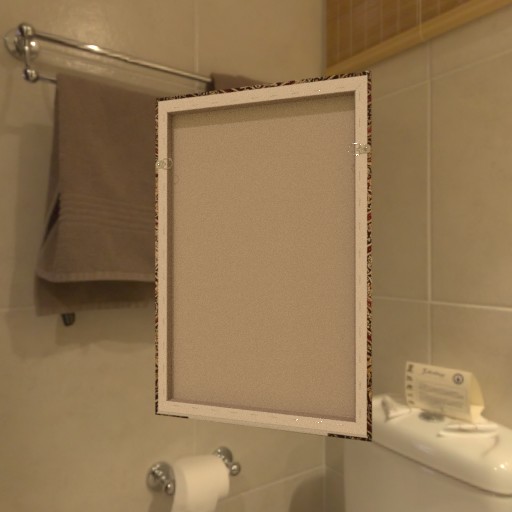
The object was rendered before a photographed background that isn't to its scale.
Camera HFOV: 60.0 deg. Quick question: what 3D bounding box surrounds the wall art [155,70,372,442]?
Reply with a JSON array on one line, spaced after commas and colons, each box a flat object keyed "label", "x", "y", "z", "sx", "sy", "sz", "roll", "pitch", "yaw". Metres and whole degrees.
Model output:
[{"label": "wall art", "x": 0.000, "y": 0.000, "z": 0.785, "sx": 0.397, "sy": 0.599, "sz": 0.020, "roll": 0, "pitch": 0, "yaw": 18}]
